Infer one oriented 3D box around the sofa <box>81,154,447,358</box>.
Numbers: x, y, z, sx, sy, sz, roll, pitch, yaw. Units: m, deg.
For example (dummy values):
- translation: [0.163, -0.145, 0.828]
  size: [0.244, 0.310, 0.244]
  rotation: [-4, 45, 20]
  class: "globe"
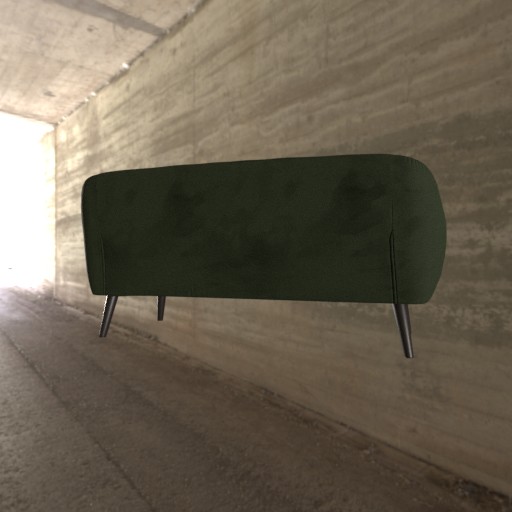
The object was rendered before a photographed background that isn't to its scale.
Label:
- translation: [0.000, 0.000, 2.317]
  size: [1.840, 0.836, 0.820]
  rotation: [0, 0, 18]
  class: "sofa"
